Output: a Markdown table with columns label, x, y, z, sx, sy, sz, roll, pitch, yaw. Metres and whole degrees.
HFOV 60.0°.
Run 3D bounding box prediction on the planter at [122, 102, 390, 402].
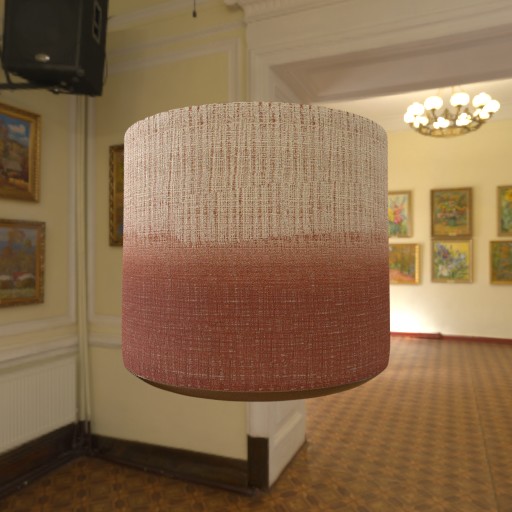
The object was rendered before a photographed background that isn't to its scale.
| label | x | y | z | sx | sy | sz | roll | pitch | yaw |
| --- | --- | --- | --- | --- | --- | --- | --- | --- | --- |
| planter | 0.000 | 0.000 | 0.437 | 0.254 | 0.221 | 0.254 | 0 | 0 | 0 |
